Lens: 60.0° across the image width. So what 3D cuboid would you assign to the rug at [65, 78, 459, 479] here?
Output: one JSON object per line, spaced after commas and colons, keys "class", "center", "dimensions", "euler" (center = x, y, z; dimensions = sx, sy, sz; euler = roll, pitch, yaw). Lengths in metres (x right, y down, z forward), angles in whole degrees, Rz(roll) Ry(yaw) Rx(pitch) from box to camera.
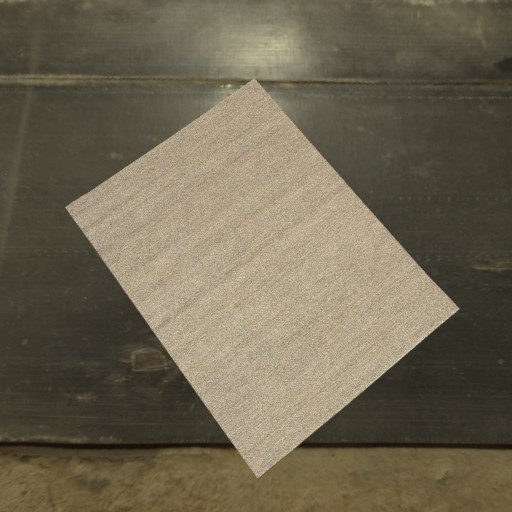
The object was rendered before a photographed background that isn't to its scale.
{"class": "rug", "center": [0.000, 0.000, 4.920], "dimensions": [2.757, 0.051, 3.626], "euler": [-37, 78, -9]}
